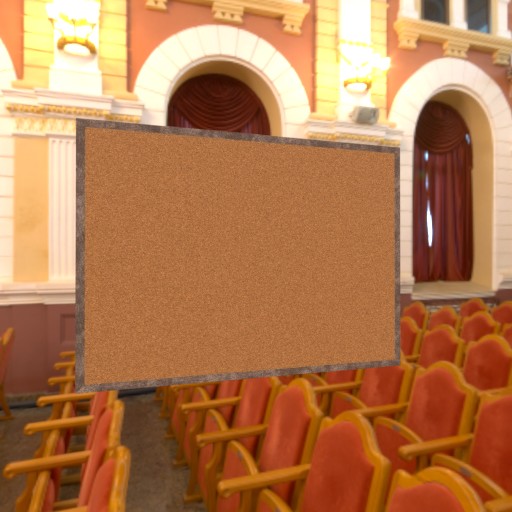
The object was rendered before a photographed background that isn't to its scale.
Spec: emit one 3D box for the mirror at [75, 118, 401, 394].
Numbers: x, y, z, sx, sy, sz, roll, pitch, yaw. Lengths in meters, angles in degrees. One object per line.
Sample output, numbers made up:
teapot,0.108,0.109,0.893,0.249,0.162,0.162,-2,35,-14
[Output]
mirror,0.000,0.000,1.458,1.101,0.795,0.022,0,0,-18
